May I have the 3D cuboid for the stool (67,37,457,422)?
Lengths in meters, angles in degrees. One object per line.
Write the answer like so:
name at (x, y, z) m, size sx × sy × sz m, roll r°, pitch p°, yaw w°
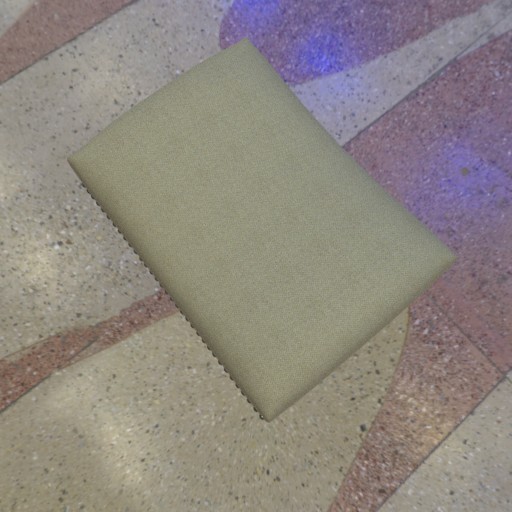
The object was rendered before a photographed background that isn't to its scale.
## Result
stool at (0.000, 0.000, 0.940) m, size 0.375 × 0.632 × 0.509 m, roll -38°, pitch 78°, yaw -9°
